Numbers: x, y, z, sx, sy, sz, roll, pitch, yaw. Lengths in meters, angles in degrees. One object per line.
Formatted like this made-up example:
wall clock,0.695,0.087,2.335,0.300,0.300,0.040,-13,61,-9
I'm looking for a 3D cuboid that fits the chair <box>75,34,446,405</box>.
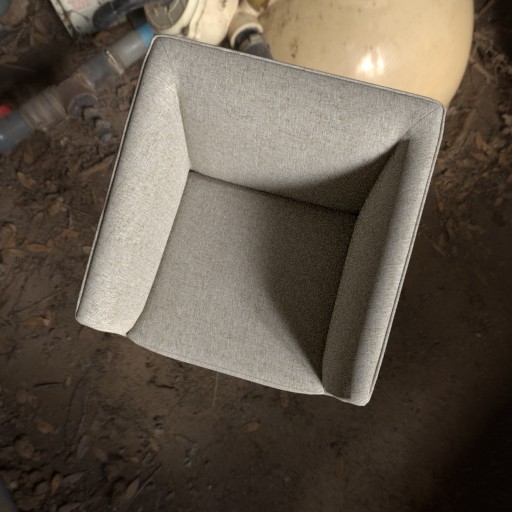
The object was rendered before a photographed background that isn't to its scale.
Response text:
chair,0.000,0.000,1.180,0.628,0.760,0.623,15,77,4
